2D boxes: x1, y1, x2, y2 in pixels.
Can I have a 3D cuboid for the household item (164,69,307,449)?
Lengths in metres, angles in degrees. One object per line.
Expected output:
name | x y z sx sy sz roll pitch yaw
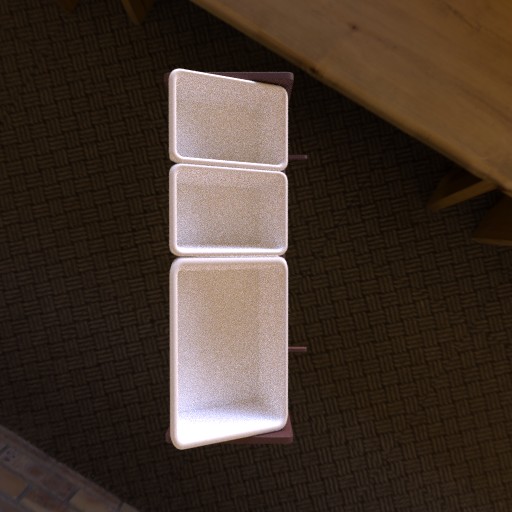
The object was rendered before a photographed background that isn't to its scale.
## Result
household item | 0.000 0.000 1.293 0.389 0.864 0.787 0 91 0
